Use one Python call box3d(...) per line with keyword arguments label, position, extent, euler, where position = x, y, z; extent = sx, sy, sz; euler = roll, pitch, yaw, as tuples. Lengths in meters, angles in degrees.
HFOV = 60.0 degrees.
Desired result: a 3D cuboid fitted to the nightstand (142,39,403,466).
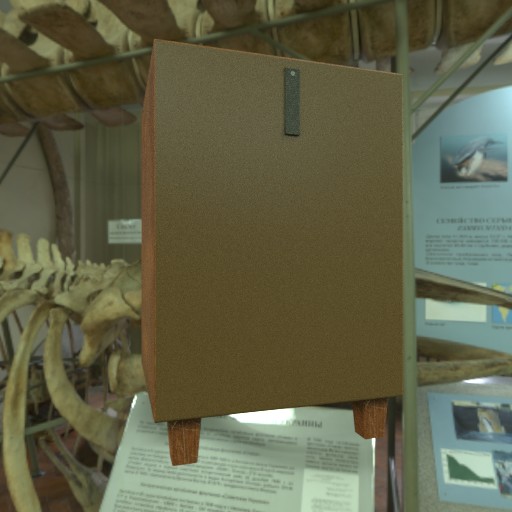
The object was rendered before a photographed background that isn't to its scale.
box3d(label="nightstand", position=(0.000, 0.000, 0.968), extent=(0.465, 0.695, 0.410), euler=(0, 0, -17))
